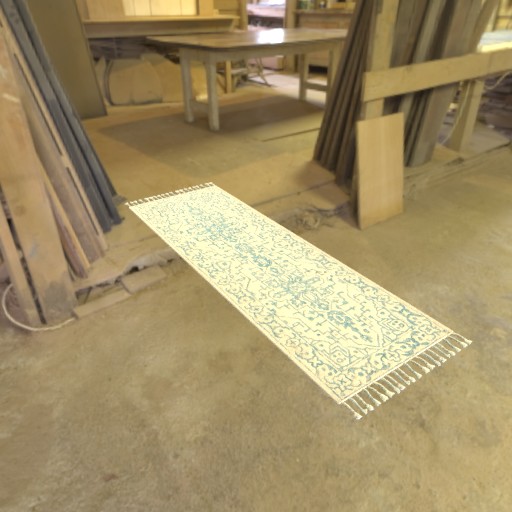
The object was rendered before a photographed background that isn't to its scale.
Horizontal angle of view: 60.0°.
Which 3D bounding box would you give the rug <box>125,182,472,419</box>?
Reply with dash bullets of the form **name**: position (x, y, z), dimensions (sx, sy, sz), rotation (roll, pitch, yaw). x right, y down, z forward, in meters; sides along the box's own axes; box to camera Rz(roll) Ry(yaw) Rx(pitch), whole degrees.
- **rug**: position (0.000, 0.000, 2.741), dimensions (0.774, 0.011, 2.449), rotation (-20, 36, -29)
